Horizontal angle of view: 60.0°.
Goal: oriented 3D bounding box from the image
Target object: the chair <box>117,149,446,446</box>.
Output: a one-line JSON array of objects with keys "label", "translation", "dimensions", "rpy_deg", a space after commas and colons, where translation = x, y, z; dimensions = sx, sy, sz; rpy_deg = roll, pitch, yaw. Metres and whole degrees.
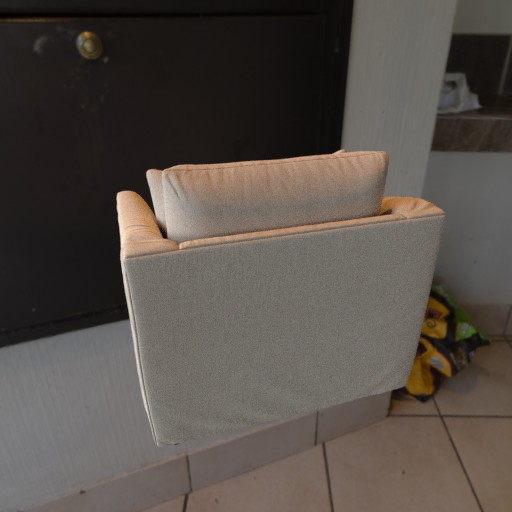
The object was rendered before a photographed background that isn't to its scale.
[{"label": "chair", "translation": [0.000, 0.000, 2.086], "dimensions": [1.194, 1.093, 1.071], "rpy_deg": [-8, 29, -15]}]
